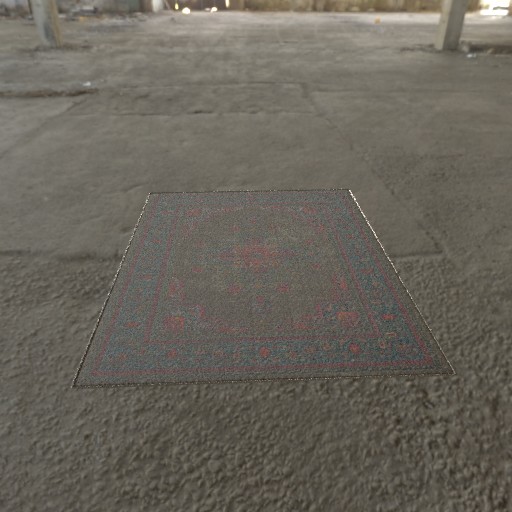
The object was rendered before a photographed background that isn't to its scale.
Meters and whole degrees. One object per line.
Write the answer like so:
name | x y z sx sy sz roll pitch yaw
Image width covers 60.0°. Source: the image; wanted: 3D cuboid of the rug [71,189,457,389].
rug | 0.000 0.000 4.083 2.434 0.013 3.057 -1 31 -2
